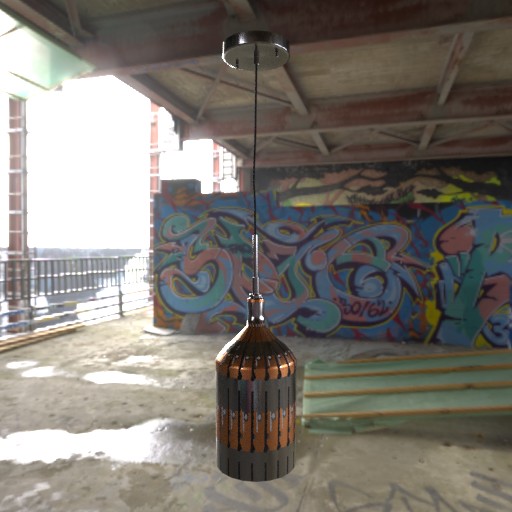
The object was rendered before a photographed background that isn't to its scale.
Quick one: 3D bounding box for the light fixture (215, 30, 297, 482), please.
[{"bbox_3d":[0.000,0.000,1.645,0.303,1.535,0.303,0,1,0],"label":"light fixture"}]
